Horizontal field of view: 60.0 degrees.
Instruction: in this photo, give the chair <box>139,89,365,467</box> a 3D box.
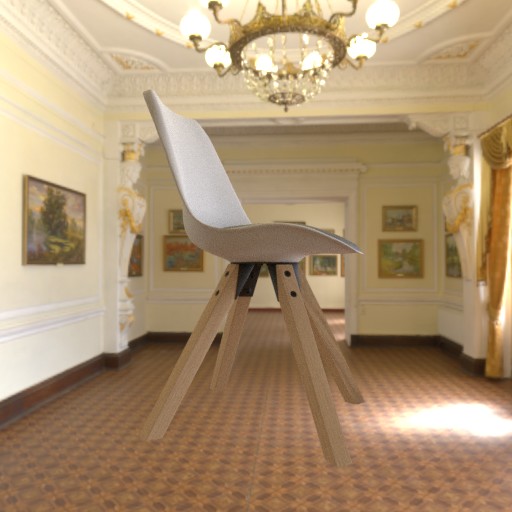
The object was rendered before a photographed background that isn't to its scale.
[{"bbox_3d":[0.000,0.000,1.168,0.550,0.850,0.485,0,-1,17],"label":"chair"}]
